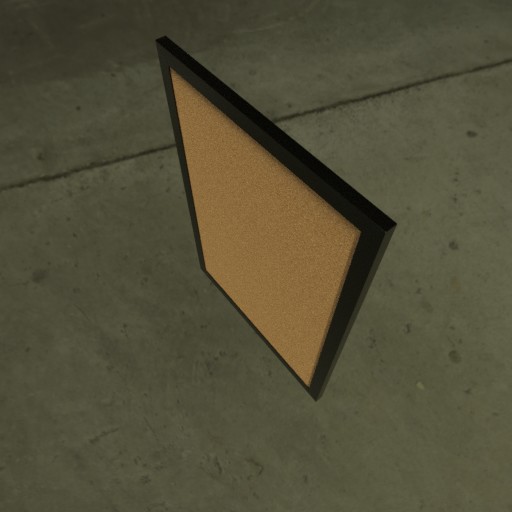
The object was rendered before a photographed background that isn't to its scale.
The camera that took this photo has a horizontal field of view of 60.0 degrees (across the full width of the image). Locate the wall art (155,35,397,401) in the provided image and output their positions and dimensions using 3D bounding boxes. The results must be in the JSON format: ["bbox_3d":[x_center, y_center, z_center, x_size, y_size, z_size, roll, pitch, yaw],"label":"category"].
[{"bbox_3d":[0.000,0.000,0.556,0.013,0.432,0.304,-34,63,-20],"label":"wall art"}]
